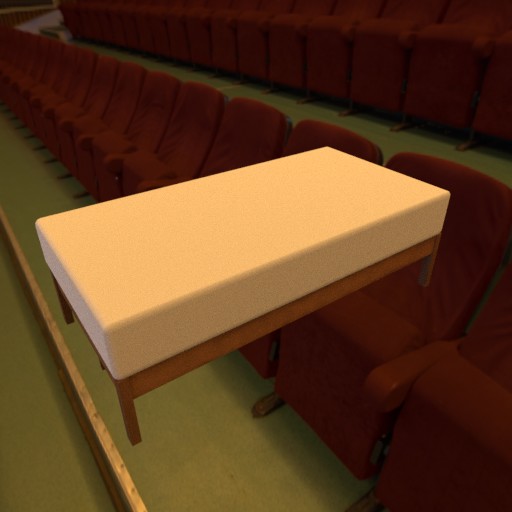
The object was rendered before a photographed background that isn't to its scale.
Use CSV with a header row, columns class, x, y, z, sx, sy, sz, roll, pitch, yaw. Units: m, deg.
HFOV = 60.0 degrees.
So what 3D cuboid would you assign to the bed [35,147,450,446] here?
class,x,y,z,sx,sy,sz,roll,pitch,yaw
bed,0.000,0.000,2.391,1.902,0.616,0.961,-21,37,-30
